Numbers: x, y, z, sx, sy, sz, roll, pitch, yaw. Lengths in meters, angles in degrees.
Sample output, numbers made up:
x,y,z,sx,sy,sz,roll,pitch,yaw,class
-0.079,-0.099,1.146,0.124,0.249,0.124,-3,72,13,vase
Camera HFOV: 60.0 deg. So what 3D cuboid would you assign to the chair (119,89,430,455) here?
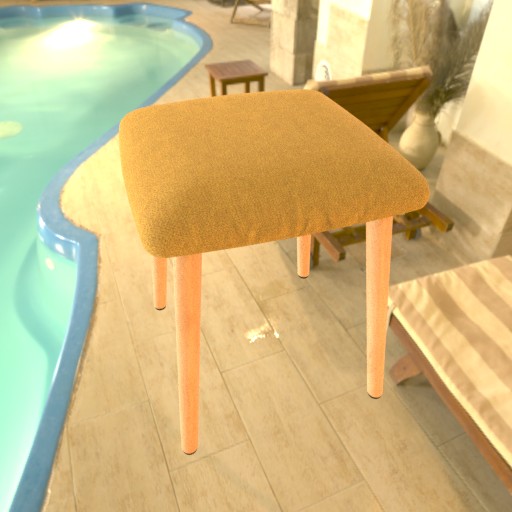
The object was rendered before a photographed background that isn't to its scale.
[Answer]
x,y,z,sx,sy,sz,roll,pitch,yaw,class
0.000,0.000,0.705,0.350,0.440,0.350,-11,41,-14,chair
